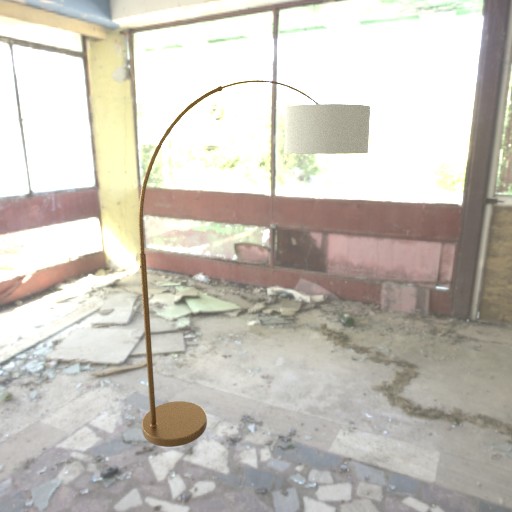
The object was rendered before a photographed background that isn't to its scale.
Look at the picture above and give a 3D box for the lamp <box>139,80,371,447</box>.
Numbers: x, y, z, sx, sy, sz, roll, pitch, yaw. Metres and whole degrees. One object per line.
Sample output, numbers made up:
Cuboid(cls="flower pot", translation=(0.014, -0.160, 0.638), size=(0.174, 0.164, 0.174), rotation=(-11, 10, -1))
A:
Cuboid(cls="lamp", translation=(0.000, 0.000, 2.587), size=(1.434, 1.927, 0.493), rotation=(-7, 16, -26))
